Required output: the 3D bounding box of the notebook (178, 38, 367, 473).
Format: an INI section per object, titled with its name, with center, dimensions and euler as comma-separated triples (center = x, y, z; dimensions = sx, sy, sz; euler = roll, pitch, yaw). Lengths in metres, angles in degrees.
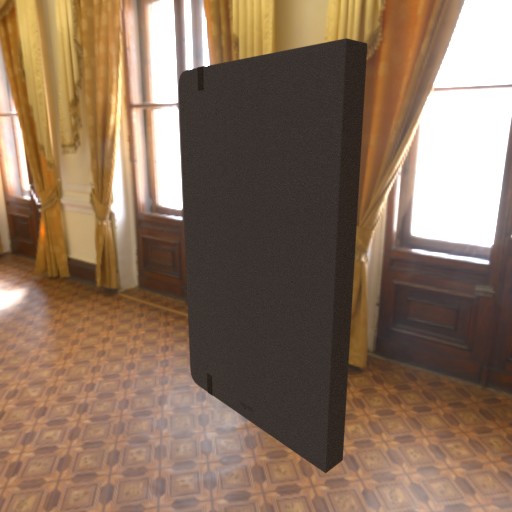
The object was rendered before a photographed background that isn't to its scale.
[notebook]
center = 0.000, 0.000, 0.259
dimensions = 0.016, 0.213, 0.127
euler = -13, 20, -41
